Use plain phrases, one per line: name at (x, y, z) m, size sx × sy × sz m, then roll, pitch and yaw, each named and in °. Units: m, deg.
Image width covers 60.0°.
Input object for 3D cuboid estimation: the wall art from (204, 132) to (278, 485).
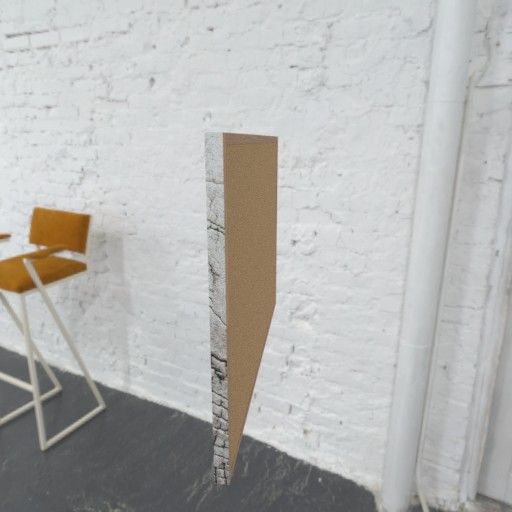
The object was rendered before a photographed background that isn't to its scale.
wall art at (0.000, 0.000, 1.440) m, size 0.035 × 0.758 × 1.141 m, roll 2°, pitch 15°, yaw 7°
